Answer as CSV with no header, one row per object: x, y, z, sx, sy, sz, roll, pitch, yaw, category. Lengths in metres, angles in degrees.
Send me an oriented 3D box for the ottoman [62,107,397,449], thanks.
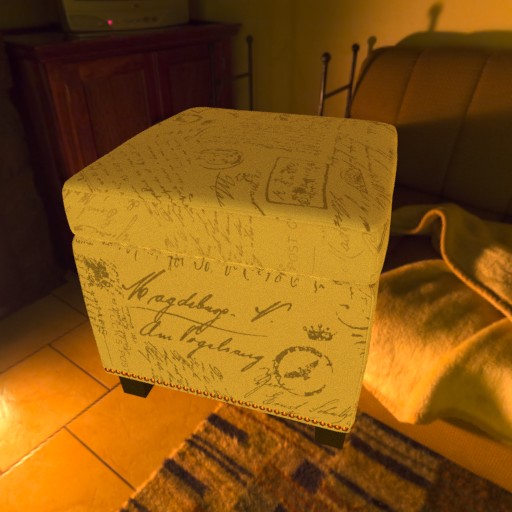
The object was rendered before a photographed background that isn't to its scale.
0.000,0.000,0.834,0.450,0.457,0.449,9,33,14,ottoman
